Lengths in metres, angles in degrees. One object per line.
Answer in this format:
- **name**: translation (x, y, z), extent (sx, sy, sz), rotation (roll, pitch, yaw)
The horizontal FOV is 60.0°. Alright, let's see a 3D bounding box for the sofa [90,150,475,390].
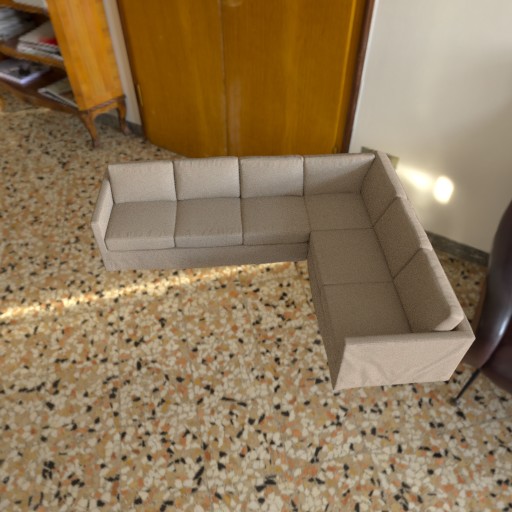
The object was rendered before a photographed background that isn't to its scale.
- **sofa**: translation (0.000, 0.000, 4.284), extent (3.182, 0.871, 2.432), rotation (-3, 46, -2)
